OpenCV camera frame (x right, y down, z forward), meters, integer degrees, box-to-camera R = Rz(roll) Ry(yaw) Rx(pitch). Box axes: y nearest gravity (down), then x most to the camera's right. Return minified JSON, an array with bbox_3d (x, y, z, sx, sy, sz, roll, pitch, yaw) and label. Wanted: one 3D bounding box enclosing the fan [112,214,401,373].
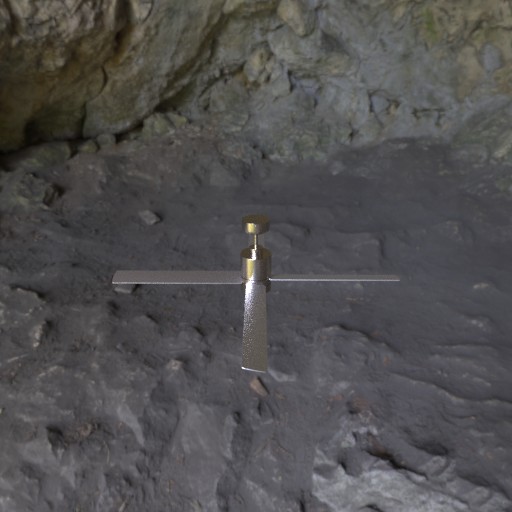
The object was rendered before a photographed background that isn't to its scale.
[{"bbox_3d":[0.000,0.000,2.008,1.322,0.355,1.322,0,25,0],"label":"fan"}]
